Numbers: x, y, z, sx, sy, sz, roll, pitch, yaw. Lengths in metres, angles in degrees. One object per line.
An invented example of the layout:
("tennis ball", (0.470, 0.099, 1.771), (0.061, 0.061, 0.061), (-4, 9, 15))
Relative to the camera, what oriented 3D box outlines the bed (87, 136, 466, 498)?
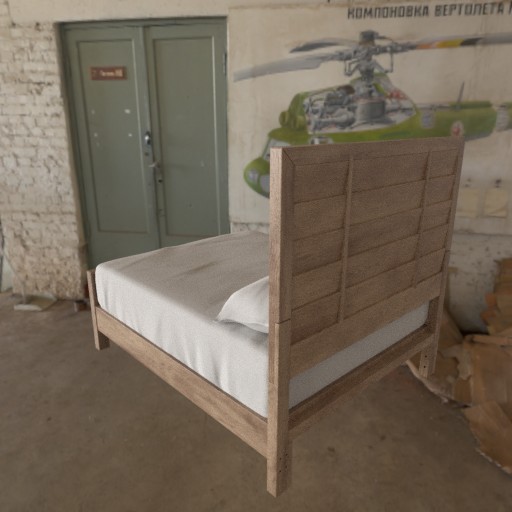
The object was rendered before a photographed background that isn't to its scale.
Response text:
("bed", (0.000, 0.000, 3.106), (1.615, 1.631, 2.017), (-15, 23, -41))
